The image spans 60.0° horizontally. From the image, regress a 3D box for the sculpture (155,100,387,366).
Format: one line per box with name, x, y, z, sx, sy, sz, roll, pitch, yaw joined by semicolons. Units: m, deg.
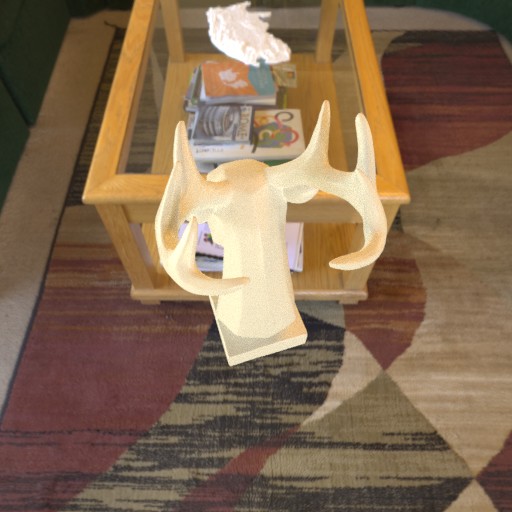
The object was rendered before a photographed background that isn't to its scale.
sculpture;0.000;0.000;0.451;0.174;0.329;0.224;-15;59;-9
